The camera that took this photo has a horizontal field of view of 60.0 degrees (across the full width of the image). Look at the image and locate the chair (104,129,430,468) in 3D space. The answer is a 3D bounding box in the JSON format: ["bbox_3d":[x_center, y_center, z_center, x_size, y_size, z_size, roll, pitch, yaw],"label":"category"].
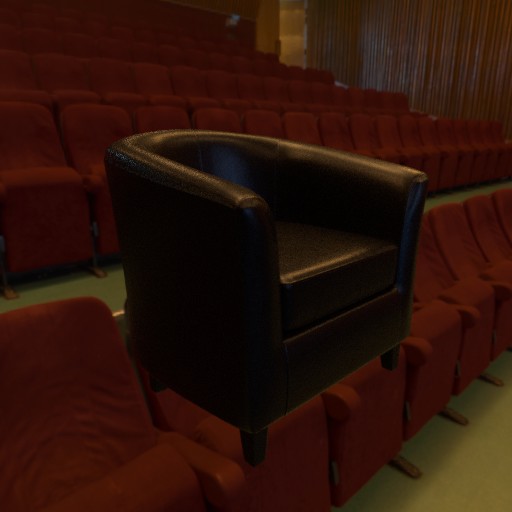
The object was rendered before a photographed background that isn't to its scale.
[{"bbox_3d":[0.000,0.000,1.369,0.793,0.756,0.727,-14,21,-42],"label":"chair"}]
